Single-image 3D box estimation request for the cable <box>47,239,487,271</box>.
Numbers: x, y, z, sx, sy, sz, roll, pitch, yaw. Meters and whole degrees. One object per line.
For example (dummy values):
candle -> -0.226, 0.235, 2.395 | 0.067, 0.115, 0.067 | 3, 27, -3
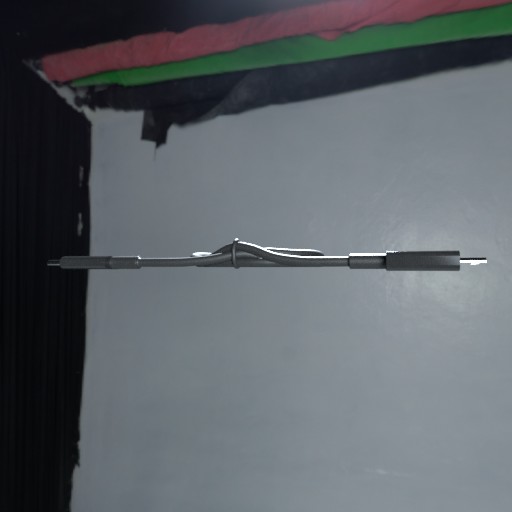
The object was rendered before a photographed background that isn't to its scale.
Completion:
cable -> 0.000, 0.000, 0.217 | 0.192, 0.014, 0.070 | -1, -2, 18
